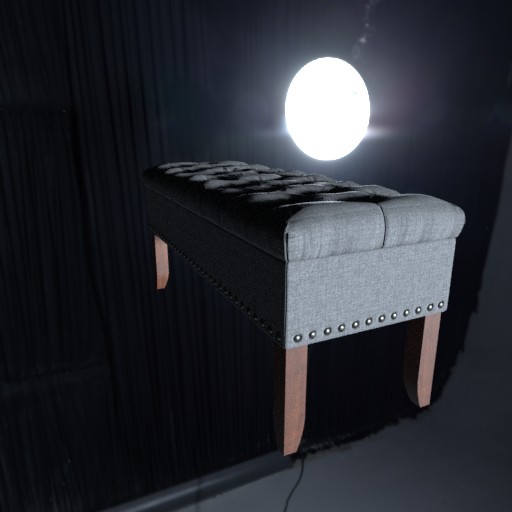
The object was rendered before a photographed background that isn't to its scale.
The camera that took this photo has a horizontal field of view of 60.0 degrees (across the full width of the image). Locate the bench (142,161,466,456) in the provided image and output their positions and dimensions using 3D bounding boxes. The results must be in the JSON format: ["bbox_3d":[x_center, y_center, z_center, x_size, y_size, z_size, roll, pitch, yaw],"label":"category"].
[{"bbox_3d":[0.000,0.000,1.285,0.417,0.470,1.052,-8,18,-25],"label":"bench"}]
